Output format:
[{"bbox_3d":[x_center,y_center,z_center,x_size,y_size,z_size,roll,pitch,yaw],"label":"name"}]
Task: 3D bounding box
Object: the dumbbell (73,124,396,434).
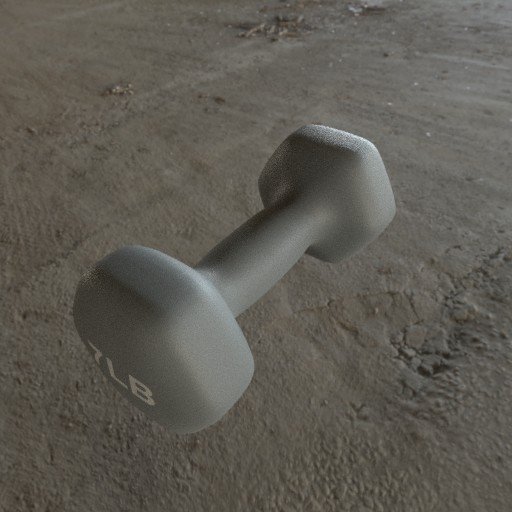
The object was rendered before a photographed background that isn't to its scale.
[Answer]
[{"bbox_3d":[0.000,0.000,0.235,0.090,0.081,0.184,27,48,27],"label":"dumbbell"}]
